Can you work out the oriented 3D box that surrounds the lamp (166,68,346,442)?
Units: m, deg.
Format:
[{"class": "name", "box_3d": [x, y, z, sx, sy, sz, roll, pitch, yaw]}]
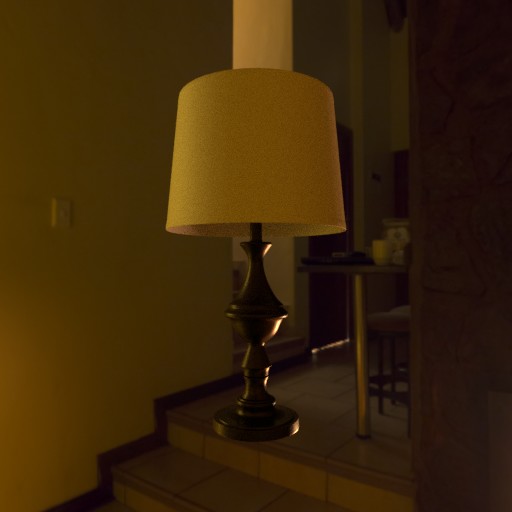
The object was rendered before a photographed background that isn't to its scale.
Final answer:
[{"class": "lamp", "box_3d": [0.000, 0.000, 0.959, 0.383, 0.726, 0.383, 0, -1, 0]}]
